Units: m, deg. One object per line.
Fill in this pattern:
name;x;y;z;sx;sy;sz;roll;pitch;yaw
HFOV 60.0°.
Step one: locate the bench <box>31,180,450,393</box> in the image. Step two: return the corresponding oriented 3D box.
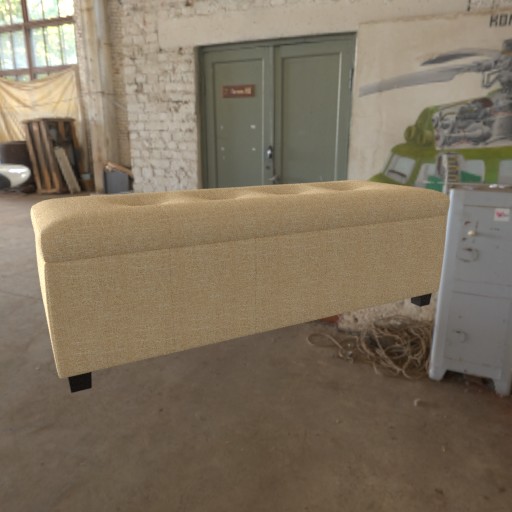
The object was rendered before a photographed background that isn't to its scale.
bench;0.000;0.000;1.388;1.219;0.406;0.432;-8;17;-27
